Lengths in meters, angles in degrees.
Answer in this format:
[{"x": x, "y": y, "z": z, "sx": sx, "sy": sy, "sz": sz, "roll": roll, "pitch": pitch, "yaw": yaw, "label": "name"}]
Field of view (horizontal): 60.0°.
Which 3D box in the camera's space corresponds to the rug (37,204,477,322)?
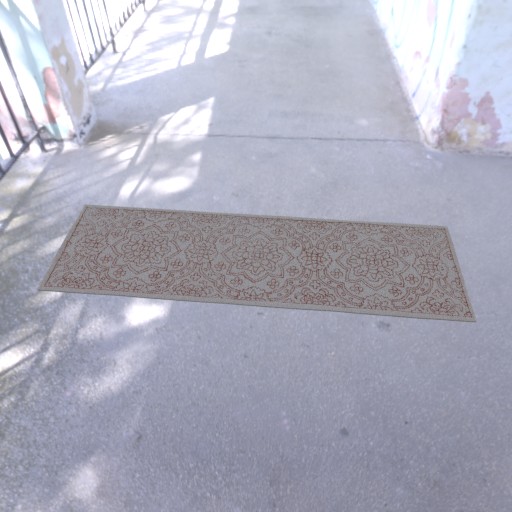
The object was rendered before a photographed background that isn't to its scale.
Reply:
[{"x": 0.000, "y": 0.000, "z": 2.713, "sx": 2.448, "sy": 0.012, "sz": 0.769, "roll": 4, "pitch": 46, "yaw": 4, "label": "rug"}]
